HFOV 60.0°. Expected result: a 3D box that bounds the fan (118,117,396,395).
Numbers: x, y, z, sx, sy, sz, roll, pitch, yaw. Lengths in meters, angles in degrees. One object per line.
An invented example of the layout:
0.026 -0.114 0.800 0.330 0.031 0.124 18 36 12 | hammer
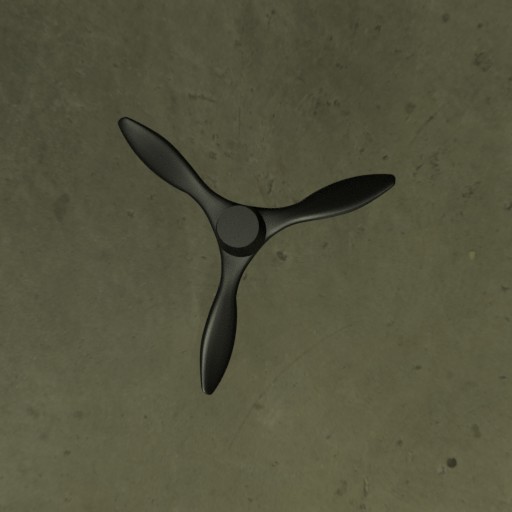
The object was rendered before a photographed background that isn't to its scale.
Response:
0.000 0.000 1.621 1.067 0.305 1.067 0 90 0 | fan
